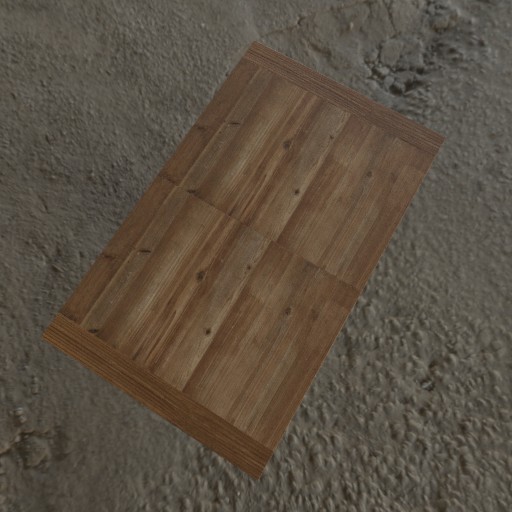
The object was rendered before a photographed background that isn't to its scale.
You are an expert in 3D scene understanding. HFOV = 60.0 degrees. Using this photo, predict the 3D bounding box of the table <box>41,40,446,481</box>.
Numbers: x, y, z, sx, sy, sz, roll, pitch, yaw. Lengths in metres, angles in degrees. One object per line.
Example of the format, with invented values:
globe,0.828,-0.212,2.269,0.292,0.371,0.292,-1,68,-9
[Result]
table,0.000,0.000,2.075,0.922,0.743,1.503,30,77,8
